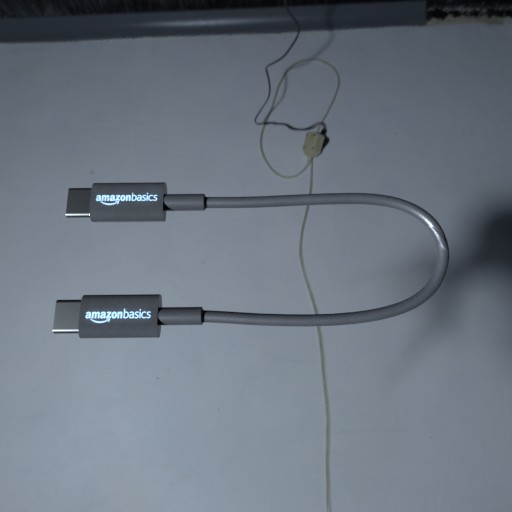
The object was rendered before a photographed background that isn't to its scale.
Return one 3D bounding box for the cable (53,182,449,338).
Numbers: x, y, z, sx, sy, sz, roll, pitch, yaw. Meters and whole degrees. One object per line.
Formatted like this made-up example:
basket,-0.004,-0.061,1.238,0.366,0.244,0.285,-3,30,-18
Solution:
cable,0.000,0.000,0.113,0.098,0.005,0.041,-1,75,0
